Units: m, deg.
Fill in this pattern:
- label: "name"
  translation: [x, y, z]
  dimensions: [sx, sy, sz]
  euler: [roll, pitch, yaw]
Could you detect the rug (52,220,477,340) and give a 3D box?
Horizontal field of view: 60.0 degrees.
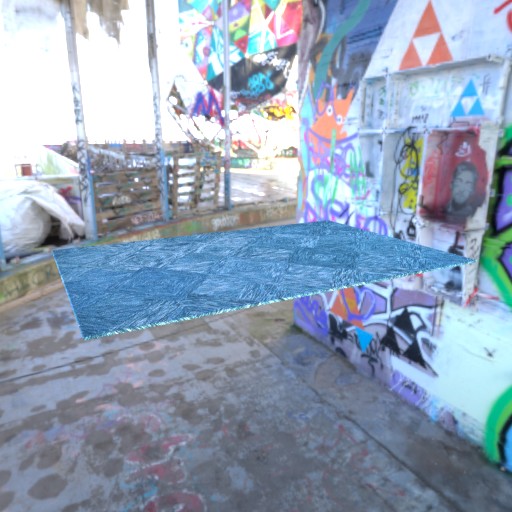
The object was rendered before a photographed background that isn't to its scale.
- label: "rug"
  translation: [0.000, 0.000, 2.827]
  dimensions: [2.277, 0.015, 1.490]
  euler: [-8, 17, -27]
